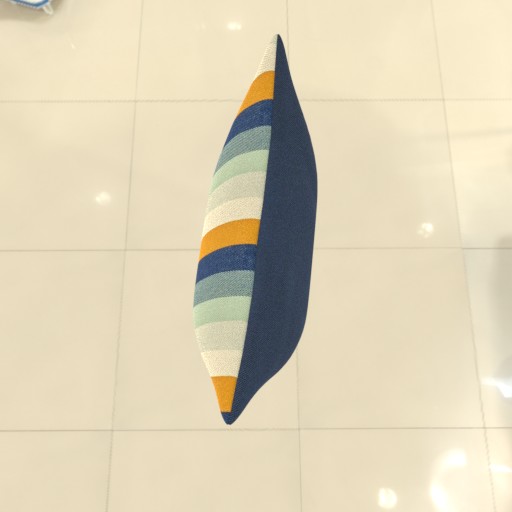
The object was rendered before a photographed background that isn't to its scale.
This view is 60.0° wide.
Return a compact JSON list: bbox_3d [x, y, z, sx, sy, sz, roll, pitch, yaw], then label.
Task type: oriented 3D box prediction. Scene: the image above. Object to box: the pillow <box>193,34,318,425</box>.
[{"bbox_3d":[0.000,0.000,0.714,0.173,0.454,0.463,6,76,2],"label":"pillow"}]
